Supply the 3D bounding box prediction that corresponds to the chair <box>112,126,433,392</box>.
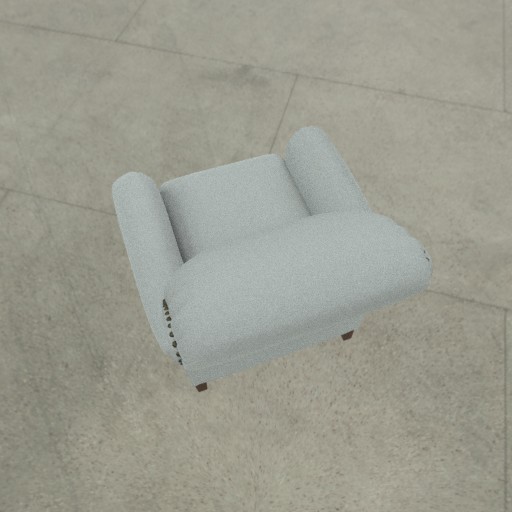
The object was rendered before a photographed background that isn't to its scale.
[{"bbox_3d":[0.000,0.000,1.600,0.854,0.927,0.890,-17,61,-10],"label":"chair"}]
